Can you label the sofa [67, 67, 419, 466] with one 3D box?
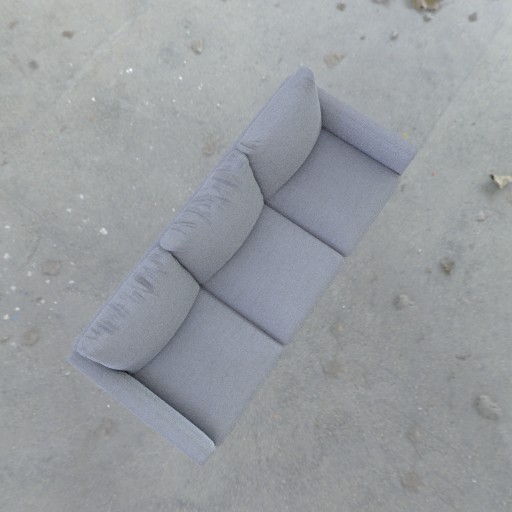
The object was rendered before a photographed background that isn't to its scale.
[{"bbox_3d":[0.000,0.000,2.442,0.850,0.830,2.000,35,78,9],"label":"sofa"}]
